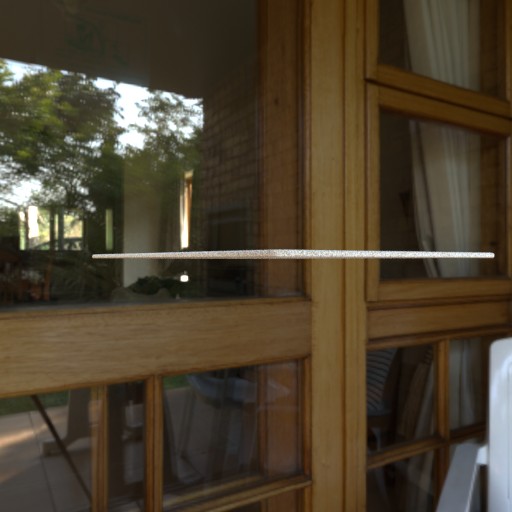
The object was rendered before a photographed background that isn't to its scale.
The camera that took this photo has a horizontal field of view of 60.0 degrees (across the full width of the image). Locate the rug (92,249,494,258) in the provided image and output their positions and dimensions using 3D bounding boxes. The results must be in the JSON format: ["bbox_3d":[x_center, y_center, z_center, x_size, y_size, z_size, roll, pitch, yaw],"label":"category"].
[{"bbox_3d":[0.000,0.000,3.005,1.524,0.030,2.438,0,0,-35],"label":"rug"}]
